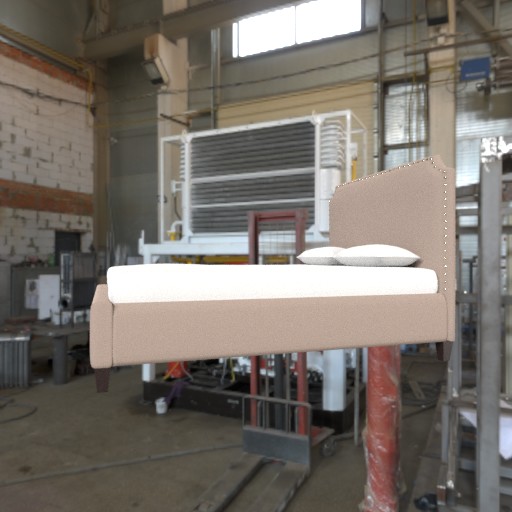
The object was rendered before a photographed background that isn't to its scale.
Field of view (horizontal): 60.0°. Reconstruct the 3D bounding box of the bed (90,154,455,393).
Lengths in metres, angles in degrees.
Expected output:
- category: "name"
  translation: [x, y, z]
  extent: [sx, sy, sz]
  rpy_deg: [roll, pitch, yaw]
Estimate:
- category: "bed"
  translation: [0.000, 0.000, 3.453]
  extent: [2.372, 1.443, 1.713]
  rpy_deg: [0, 0, -19]
